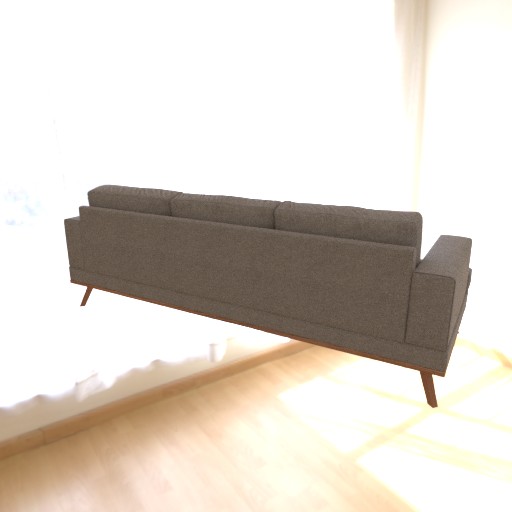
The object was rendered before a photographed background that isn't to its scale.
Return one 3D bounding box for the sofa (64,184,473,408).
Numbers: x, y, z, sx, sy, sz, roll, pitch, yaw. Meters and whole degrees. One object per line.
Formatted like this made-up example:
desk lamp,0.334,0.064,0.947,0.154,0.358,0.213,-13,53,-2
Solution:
sofa,0.000,0.000,2.669,2.310,0.810,0.920,9,19,28
